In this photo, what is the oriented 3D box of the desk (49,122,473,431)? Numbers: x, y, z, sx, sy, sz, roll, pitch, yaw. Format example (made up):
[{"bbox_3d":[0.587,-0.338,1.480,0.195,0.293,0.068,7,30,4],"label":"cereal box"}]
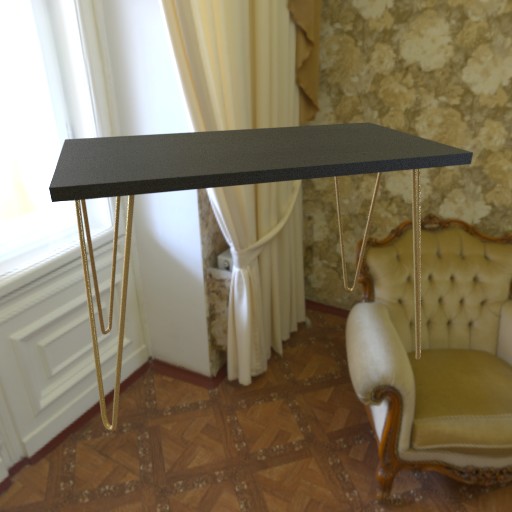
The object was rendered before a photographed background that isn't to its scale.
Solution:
[{"bbox_3d":[0.000,0.000,1.337,0.991,0.660,0.499,-8,27,-16],"label":"desk"}]
